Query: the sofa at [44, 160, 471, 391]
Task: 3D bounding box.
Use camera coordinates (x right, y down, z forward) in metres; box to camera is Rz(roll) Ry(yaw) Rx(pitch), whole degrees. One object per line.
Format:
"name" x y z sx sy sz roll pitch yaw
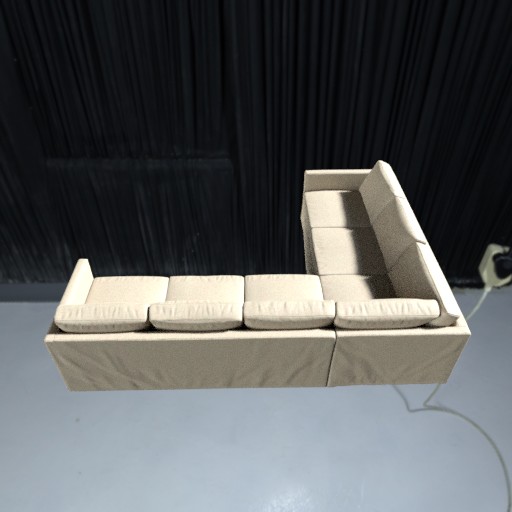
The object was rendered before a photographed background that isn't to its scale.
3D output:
"sofa" 0.000 0.000 4.336 3.182 0.871 2.432 -1 41 -1
